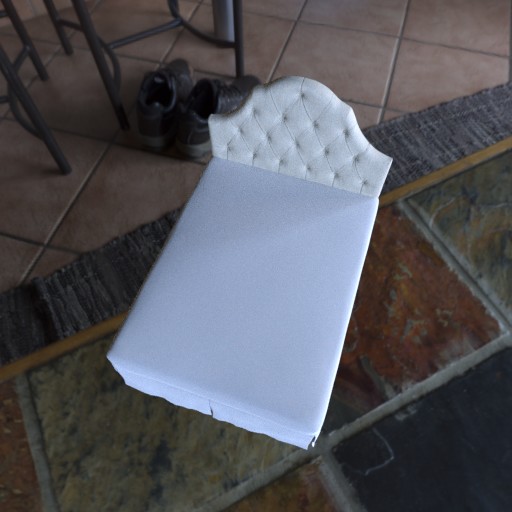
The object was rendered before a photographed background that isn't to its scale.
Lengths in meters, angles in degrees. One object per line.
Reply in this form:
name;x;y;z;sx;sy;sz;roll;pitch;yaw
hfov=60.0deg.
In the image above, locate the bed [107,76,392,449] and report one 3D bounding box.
bed;0.000;0.000;3.260;1.627;1.575;2.092;16;60;10
